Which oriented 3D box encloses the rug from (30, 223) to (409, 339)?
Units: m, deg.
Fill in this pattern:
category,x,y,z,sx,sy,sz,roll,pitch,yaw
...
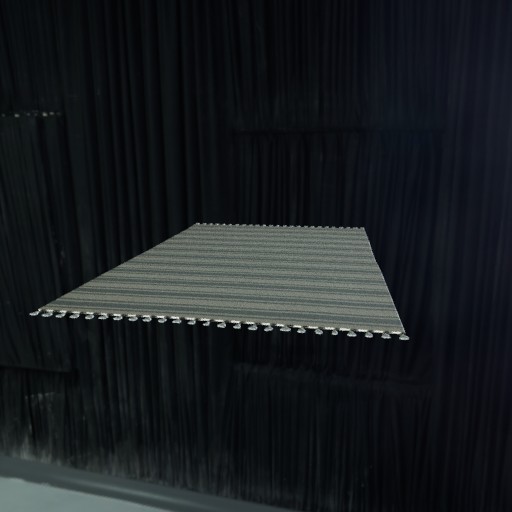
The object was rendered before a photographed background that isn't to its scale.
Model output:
category,x,y,z,sx,sy,sz,roll,pitch,yaw
rug,0.000,0.000,2.896,1.539,0.011,2.410,2,14,9
